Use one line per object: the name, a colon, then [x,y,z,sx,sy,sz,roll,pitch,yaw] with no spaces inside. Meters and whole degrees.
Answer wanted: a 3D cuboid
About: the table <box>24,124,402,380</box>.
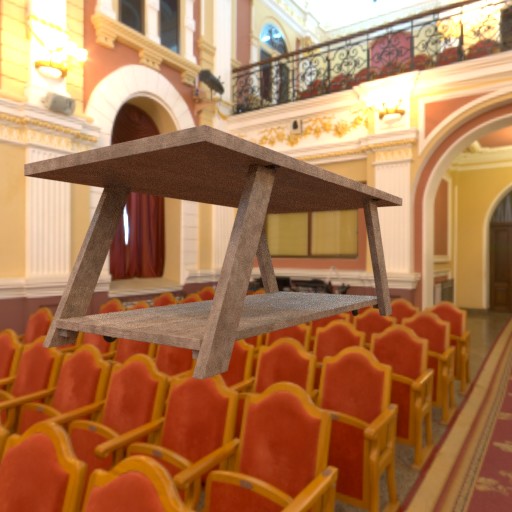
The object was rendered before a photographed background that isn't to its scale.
table: [0.000,0.000,1.469,0.610,0.470,1.219,0,0,34]
